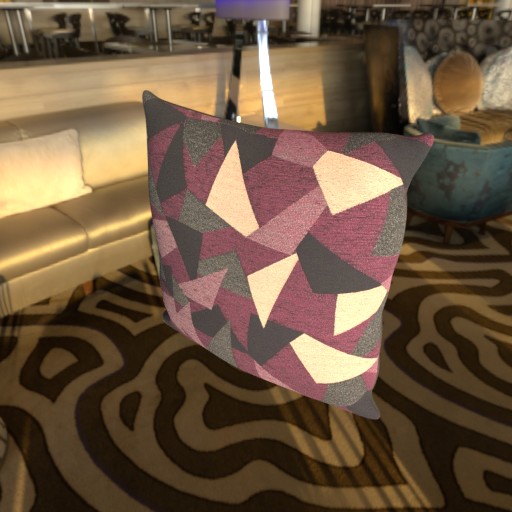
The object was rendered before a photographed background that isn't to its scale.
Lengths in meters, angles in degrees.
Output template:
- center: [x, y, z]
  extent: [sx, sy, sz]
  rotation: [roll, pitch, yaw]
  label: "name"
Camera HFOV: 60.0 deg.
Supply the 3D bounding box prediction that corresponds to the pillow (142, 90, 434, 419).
- center: [0.000, 0.000, 0.759]
  extent: [0.503, 0.496, 0.208]
  rotation: [18, 34, 29]
  label: "pillow"
